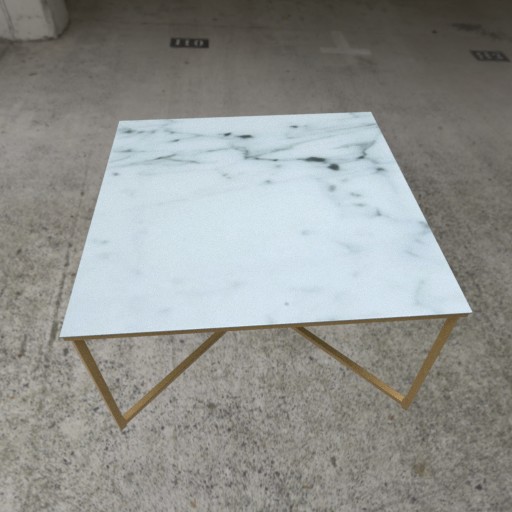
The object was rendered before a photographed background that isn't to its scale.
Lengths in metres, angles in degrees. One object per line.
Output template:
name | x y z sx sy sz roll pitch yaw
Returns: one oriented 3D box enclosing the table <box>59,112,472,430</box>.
table | 0.000 0.000 1.292 0.800 0.450 0.800 -3 46 -3
